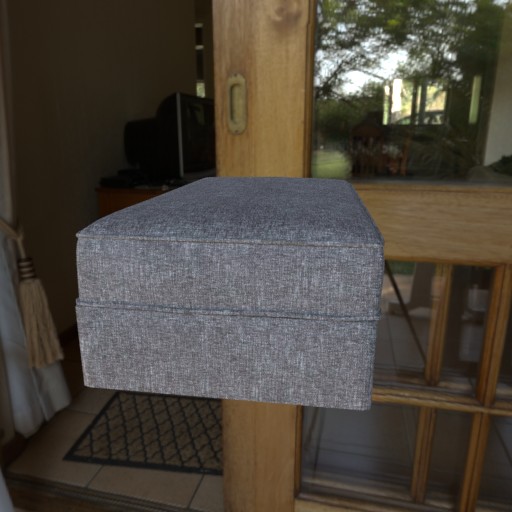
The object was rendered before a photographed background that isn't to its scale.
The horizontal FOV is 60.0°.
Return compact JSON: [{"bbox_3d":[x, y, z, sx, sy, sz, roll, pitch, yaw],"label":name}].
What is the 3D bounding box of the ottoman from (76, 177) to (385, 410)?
[{"bbox_3d":[0.000,0.000,1.543,0.717,0.487,1.184,2,16,8],"label":"ottoman"}]
